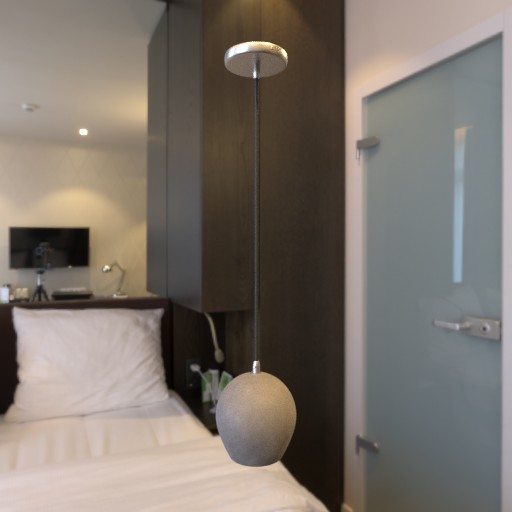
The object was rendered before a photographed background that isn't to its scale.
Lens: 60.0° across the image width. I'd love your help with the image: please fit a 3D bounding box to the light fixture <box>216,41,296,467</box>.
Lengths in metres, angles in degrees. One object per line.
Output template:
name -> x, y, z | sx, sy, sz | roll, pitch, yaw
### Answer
light fixture -> 0.000, 0.000, 0.845 | 0.153, 0.760, 0.153 | 0, 0, 34
